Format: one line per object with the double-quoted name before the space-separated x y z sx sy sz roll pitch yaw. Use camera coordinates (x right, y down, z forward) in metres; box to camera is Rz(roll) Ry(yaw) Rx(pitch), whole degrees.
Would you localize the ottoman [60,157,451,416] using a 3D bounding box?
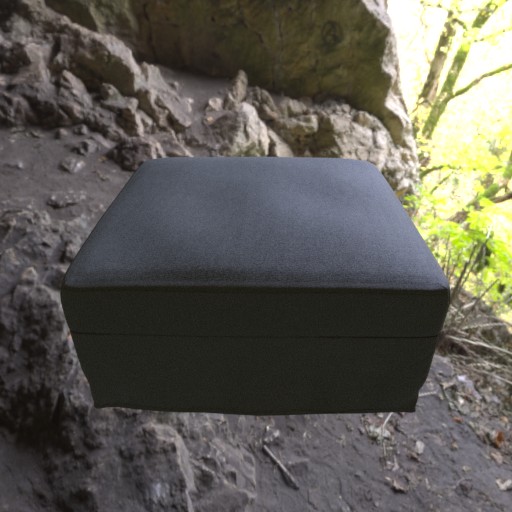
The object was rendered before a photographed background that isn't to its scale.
"ottoman" 0.000 0.000 1.340 0.843 0.441 0.842 0 31 1
